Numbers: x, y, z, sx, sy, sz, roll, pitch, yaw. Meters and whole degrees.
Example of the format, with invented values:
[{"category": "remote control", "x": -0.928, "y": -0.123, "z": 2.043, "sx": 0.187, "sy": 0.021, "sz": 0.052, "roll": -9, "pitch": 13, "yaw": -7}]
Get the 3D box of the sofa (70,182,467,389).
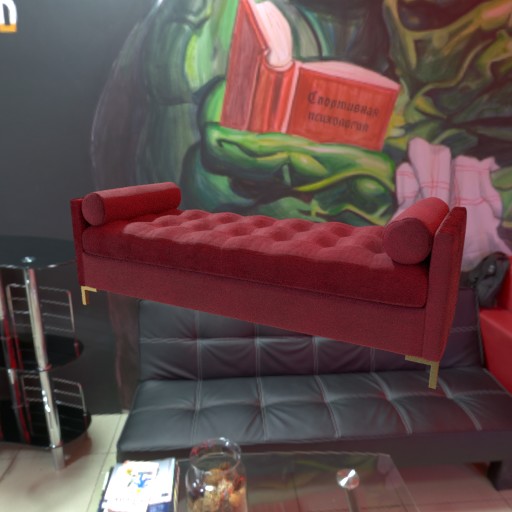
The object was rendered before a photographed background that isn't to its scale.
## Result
[{"category": "sofa", "x": 0.000, "y": 0.000, "z": 2.516, "sx": 2.102, "sy": 0.705, "sz": 0.796, "roll": 8, "pitch": 17, "yaw": 27}]
